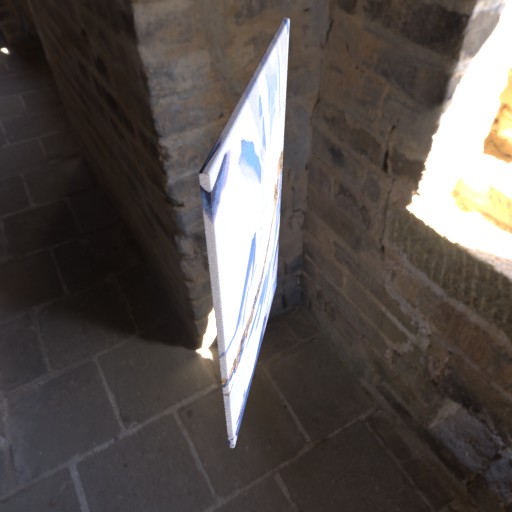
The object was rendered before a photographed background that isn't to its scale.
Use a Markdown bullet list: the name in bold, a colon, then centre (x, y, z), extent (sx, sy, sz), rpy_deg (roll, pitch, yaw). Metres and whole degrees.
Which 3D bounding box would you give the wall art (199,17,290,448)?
- **wall art**: centre (0.000, 0.000, 1.107), extent (0.016, 0.914, 0.610), rpy_deg (9, 46, 9)
